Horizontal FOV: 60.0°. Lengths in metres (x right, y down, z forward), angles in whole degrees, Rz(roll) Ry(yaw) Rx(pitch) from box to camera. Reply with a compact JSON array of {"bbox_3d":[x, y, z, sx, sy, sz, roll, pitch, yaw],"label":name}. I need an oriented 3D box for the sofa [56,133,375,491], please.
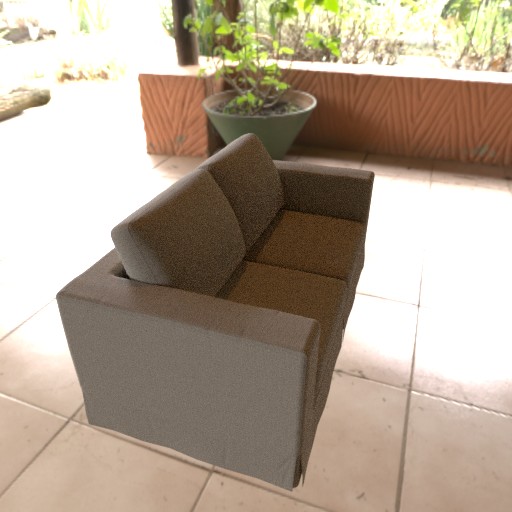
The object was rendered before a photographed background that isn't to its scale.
[{"bbox_3d":[0.000,0.000,2.352,1.009,0.932,1.813,10,32,17],"label":"sofa"}]
